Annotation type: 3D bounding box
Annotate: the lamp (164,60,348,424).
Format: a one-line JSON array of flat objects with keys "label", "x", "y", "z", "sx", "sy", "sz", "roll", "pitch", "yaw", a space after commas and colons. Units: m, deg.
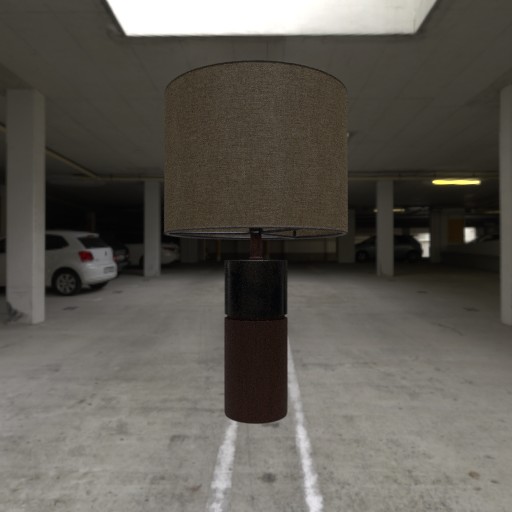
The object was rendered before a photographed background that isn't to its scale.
[{"label": "lamp", "x": 0.000, "y": 0.000, "z": 0.496, "sx": 0.202, "sy": 0.350, "sz": 0.202, "roll": 0, "pitch": -1, "yaw": 0}]
